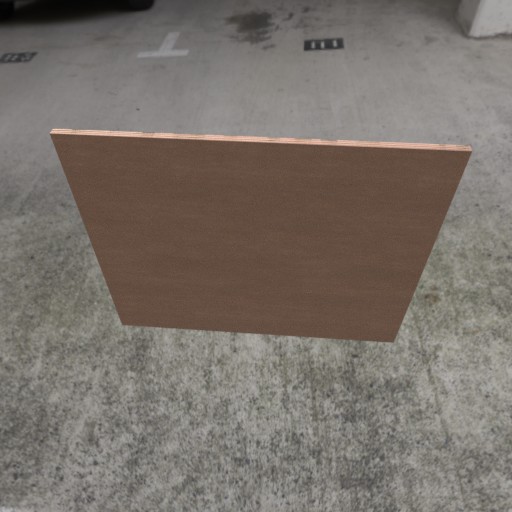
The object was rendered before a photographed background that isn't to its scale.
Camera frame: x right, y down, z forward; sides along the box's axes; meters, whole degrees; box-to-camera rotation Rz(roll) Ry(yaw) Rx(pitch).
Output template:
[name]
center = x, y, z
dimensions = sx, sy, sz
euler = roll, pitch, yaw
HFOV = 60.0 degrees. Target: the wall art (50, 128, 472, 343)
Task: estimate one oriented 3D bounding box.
[wall art]
center = 0.000, 0.000, 0.682
dimensions = 0.508, 0.408, 0.012
euler = 3, 46, 3
